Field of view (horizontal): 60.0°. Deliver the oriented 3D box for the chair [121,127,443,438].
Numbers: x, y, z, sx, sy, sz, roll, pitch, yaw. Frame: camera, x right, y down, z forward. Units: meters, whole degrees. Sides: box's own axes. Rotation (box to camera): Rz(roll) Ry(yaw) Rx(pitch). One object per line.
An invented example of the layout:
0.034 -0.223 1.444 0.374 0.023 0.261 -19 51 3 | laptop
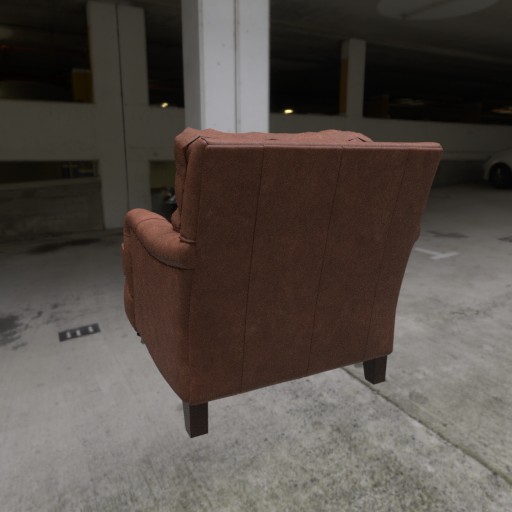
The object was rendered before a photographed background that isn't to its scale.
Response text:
0.000 0.000 1.926 0.986 1.055 1.158 -6 14 -26 | chair
